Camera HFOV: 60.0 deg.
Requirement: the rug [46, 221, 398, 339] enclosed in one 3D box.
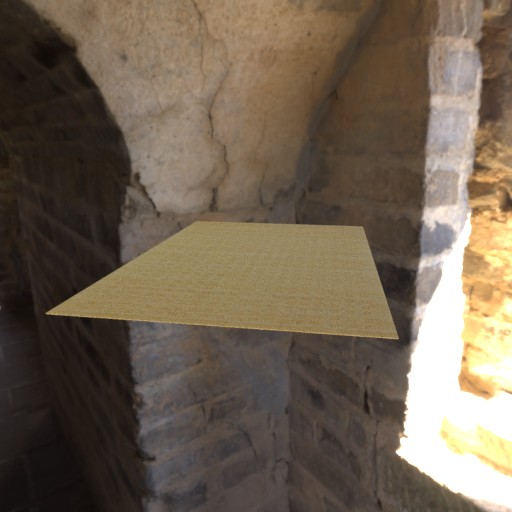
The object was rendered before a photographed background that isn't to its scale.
[{"bbox_3d":[0.000,0.000,2.952,1.524,0.006,2.286,3,15,9],"label":"rug"}]
